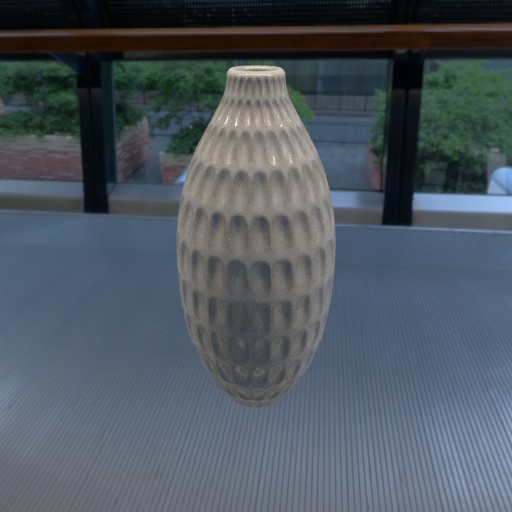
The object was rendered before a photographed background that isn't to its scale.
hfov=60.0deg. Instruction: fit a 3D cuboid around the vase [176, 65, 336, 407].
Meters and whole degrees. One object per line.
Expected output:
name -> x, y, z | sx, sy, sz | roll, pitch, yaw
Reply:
vase -> 0.000, 0.000, 0.360 | 0.127, 0.282, 0.127 | 0, 29, 0
